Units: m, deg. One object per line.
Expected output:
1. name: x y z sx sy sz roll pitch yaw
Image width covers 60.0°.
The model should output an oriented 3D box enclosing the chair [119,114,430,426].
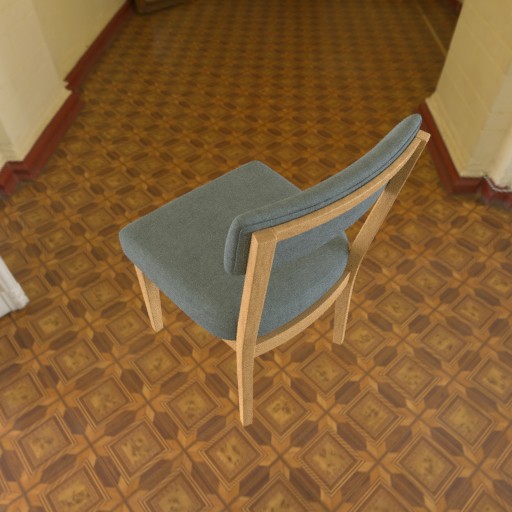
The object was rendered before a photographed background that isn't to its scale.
1. chair: 0.000 0.000 1.179 0.508 0.832 0.572 -33 55 -27
